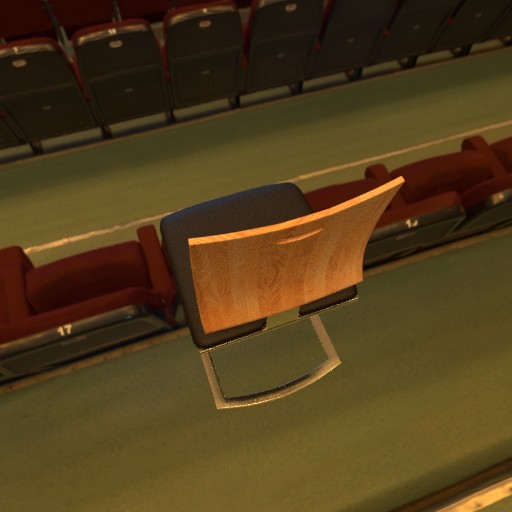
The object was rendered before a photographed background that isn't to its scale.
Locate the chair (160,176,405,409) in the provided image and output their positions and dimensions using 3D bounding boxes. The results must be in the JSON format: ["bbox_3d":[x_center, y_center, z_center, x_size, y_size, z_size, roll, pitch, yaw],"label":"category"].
[{"bbox_3d":[0.000,0.000,1.219,0.462,0.936,0.560,-17,60,-10],"label":"chair"}]
